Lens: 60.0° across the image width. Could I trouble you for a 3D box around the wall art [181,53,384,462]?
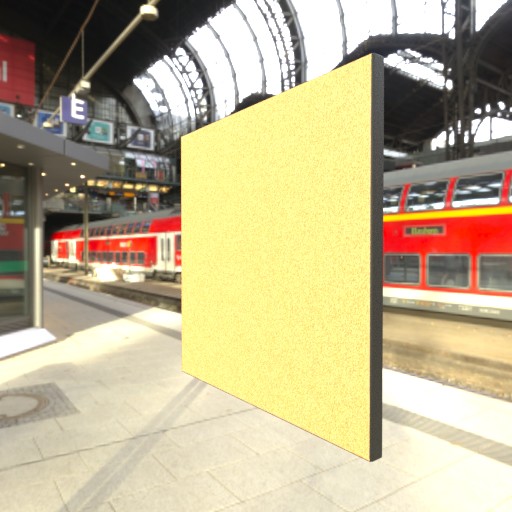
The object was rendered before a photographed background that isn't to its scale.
[{"bbox_3d":[0.000,0.000,0.677,0.022,0.453,0.456,-1,1,-37],"label":"wall art"}]
